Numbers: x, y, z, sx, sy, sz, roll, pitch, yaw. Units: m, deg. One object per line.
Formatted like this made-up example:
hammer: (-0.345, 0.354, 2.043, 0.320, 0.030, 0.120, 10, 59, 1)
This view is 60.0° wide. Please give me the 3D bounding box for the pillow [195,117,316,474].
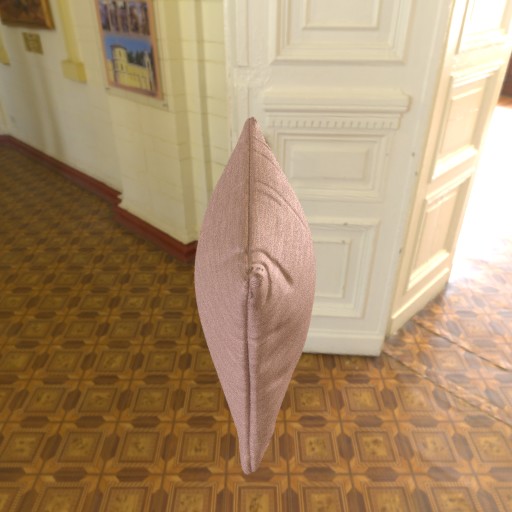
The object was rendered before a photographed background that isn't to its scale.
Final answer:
pillow: (0.000, 0.000, 0.805, 0.210, 0.338, 0.633, 0, 32, 0)
